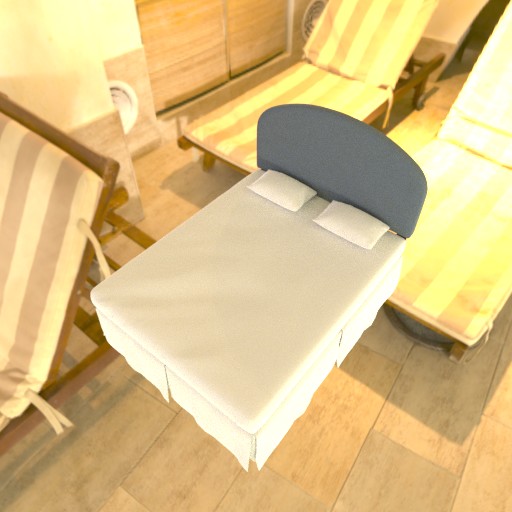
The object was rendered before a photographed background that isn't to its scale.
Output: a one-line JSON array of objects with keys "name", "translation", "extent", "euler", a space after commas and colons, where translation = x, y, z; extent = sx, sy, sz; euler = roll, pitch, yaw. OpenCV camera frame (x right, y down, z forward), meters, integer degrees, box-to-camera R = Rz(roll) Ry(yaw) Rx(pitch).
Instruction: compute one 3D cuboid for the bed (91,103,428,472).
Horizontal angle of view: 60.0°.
[{"name": "bed", "translation": [0.000, 0.000, 3.193], "extent": [1.607, 1.410, 2.005], "euler": [31, 54, 26]}]
